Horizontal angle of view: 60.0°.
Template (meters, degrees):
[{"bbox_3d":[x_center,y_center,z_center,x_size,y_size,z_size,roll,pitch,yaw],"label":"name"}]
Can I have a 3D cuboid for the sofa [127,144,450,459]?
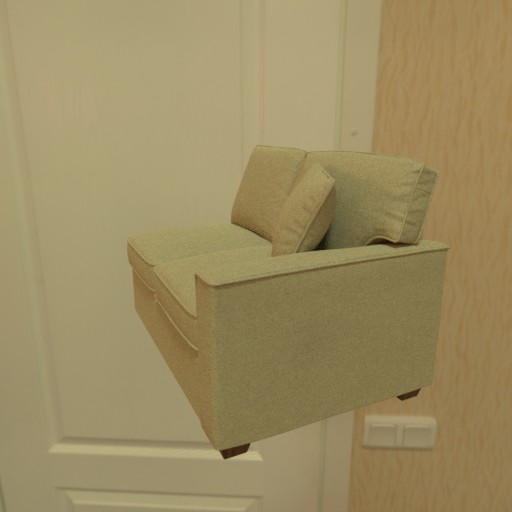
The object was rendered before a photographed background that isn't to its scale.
[{"bbox_3d":[0.000,0.000,2.100,0.991,0.989,1.388,-7,17,-25],"label":"sofa"}]
